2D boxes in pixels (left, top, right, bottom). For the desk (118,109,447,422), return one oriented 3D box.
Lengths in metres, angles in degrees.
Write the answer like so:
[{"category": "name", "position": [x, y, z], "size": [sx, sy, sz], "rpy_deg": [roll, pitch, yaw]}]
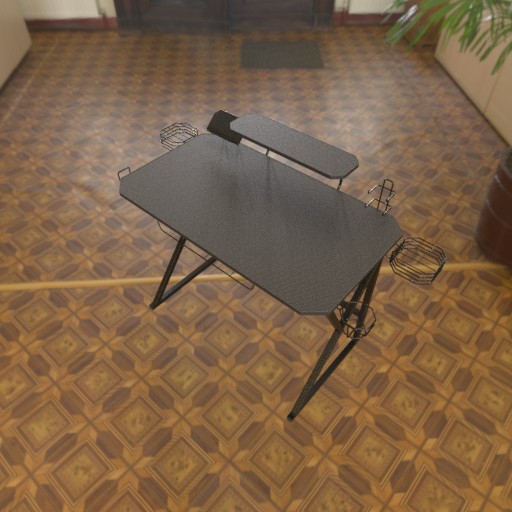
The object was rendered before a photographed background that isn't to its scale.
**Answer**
[{"category": "desk", "position": [0.000, 0.000, 1.810], "size": [1.290, 0.880, 0.580], "rpy_deg": [32, 54, 27]}]
